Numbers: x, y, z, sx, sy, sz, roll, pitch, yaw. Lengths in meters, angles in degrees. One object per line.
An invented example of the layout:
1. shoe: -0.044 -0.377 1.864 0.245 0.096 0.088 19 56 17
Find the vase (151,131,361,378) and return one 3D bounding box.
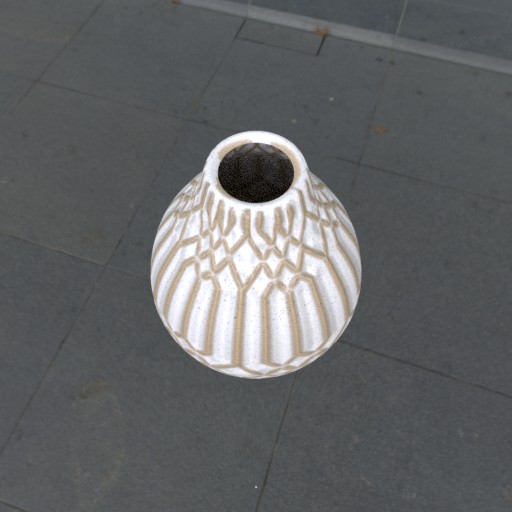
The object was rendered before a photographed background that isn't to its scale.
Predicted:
1. vase: 0.000 0.000 0.320 0.159 0.200 0.159 0 62 0
